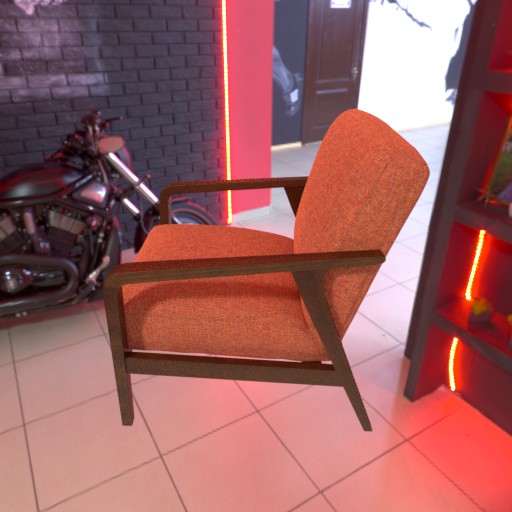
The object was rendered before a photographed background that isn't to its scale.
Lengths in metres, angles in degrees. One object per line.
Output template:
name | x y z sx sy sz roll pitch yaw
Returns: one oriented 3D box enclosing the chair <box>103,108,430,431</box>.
chair | 0.000 0.000 1.490 0.860 0.890 0.719 1 28 1
